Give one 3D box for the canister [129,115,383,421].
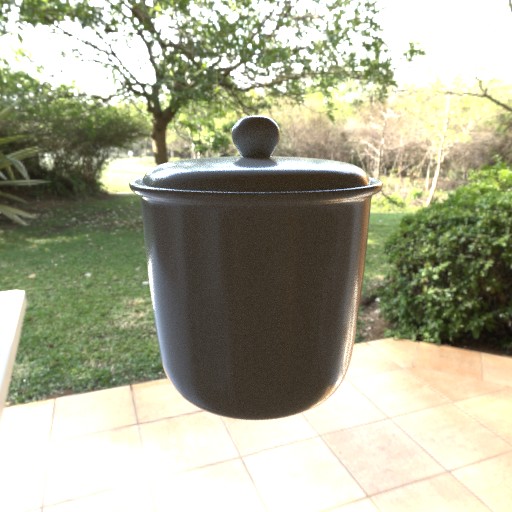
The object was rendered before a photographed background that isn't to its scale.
[{"bbox_3d":[0.000,0.000,0.343,0.182,0.208,0.182,0,15,0],"label":"canister"}]
